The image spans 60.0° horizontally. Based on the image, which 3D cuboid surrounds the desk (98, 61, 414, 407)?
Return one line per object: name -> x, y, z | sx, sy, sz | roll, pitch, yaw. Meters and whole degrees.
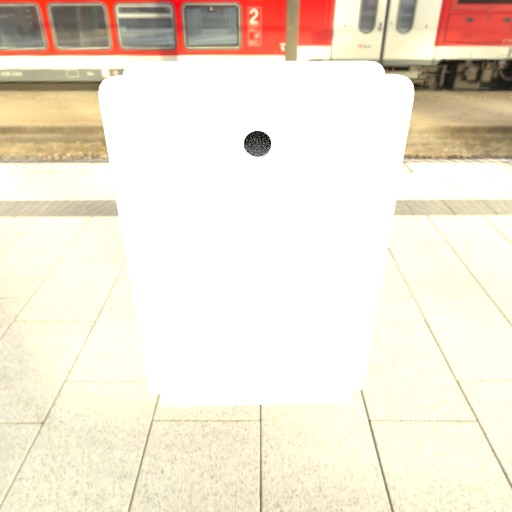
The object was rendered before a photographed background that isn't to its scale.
desk -> 0.000, 0.000, 1.509 | 0.795, 1.190, 0.278 | -1, 30, -1
